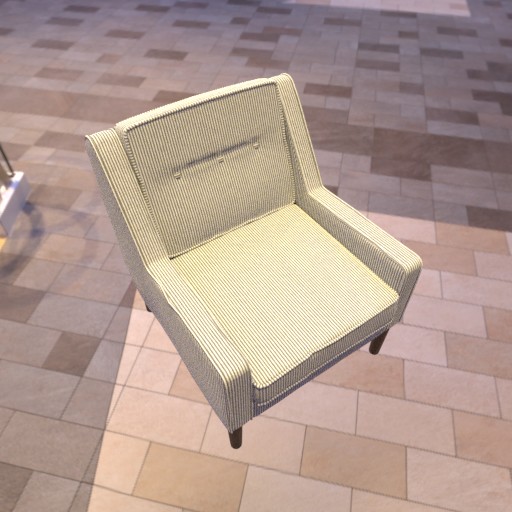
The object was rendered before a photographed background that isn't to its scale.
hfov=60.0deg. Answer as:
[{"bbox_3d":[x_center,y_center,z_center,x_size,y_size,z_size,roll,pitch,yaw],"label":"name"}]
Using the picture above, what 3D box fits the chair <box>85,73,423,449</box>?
[{"bbox_3d":[0.000,0.000,1.354,0.663,0.792,0.743,-26,53,-22],"label":"chair"}]
